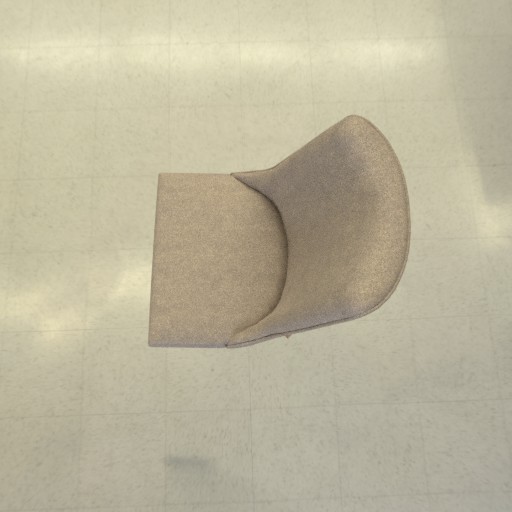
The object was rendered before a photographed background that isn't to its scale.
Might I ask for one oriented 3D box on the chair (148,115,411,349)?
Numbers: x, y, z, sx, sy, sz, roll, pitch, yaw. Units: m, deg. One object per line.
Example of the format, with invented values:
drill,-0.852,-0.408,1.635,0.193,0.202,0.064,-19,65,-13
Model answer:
chair,0.000,0.000,1.335,0.636,0.916,0.548,1,78,0
